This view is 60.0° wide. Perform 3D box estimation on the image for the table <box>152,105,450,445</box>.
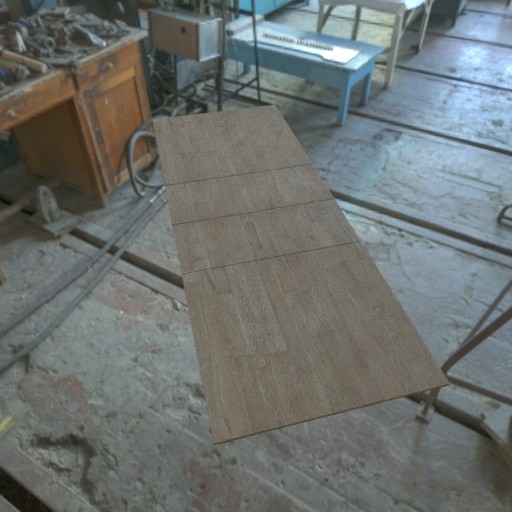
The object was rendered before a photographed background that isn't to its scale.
[{"bbox_3d":[0.000,0.000,2.920,1.000,0.752,2.603,-10,46,-10],"label":"table"}]
